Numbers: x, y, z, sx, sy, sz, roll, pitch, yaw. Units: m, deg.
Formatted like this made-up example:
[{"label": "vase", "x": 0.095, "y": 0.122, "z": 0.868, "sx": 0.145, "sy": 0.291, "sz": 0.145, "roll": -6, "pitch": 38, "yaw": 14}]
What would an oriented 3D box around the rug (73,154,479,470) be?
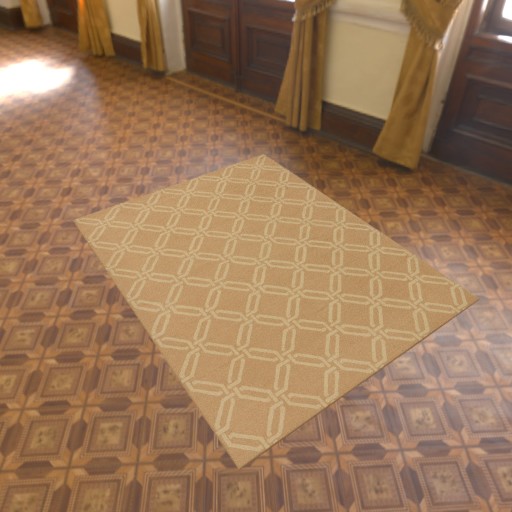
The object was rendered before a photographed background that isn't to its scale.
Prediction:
[{"label": "rug", "x": 0.000, "y": 0.000, "z": 3.894, "sx": 2.288, "sy": 0.018, "sz": 2.895, "roll": -25, "pitch": 47, "yaw": -26}]
